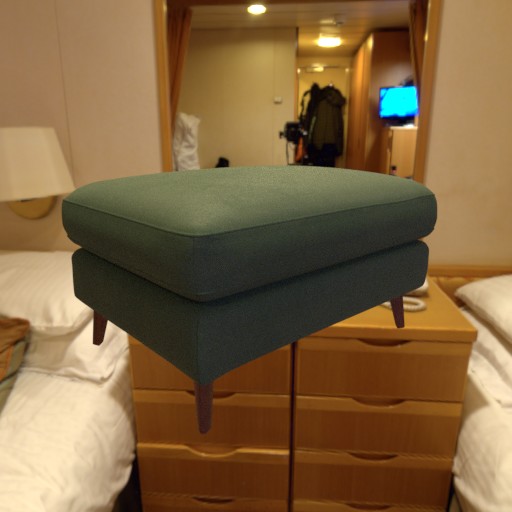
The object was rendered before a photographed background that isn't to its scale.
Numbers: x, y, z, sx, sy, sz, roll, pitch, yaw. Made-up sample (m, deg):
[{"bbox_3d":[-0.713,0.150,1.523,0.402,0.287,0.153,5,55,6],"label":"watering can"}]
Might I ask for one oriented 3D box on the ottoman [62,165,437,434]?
[{"bbox_3d":[0.000,0.000,1.166,0.811,0.449,0.608,-13,20,-40],"label":"ottoman"}]
